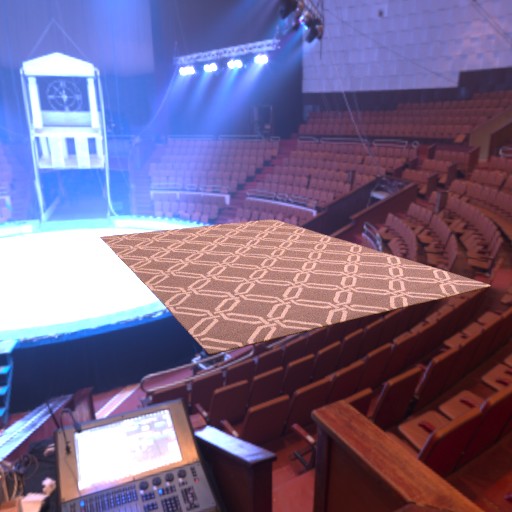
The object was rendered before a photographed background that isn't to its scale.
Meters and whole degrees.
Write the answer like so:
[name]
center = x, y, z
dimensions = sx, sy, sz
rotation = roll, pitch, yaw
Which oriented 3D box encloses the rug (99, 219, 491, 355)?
[rug]
center = 0.000, 0.000, 4.430
dimensions = 2.441, 0.020, 3.419
rotation = -8, 17, -28
